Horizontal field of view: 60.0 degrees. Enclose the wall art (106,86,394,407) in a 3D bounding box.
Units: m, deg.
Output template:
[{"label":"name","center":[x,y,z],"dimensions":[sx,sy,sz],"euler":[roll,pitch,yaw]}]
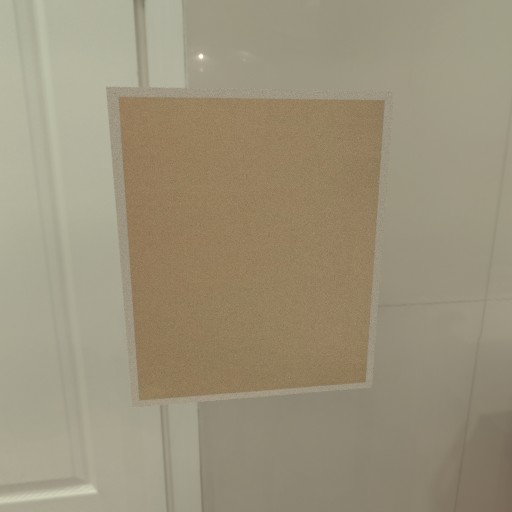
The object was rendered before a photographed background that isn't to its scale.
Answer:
[{"label":"wall art","center":[0.000,0.000,0.646],"dimensions":[0.382,0.456,0.013],"euler":[-2,15,-8]}]
